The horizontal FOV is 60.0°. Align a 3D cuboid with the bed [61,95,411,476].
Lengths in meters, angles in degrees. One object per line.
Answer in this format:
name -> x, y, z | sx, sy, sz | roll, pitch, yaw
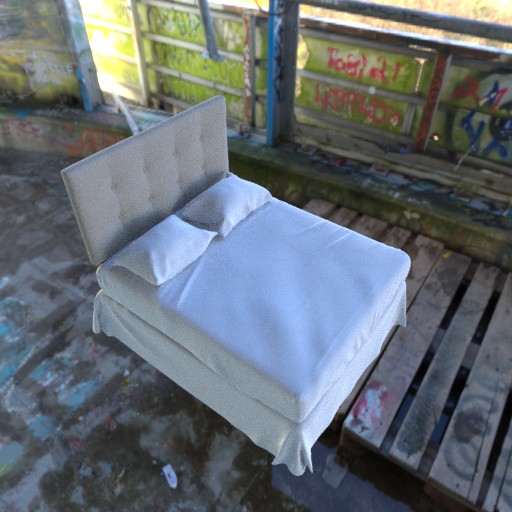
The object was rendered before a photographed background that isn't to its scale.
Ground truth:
bed -> 0.000, 0.000, 3.482 | 2.222, 1.577, 1.936 | 27, 48, 27
